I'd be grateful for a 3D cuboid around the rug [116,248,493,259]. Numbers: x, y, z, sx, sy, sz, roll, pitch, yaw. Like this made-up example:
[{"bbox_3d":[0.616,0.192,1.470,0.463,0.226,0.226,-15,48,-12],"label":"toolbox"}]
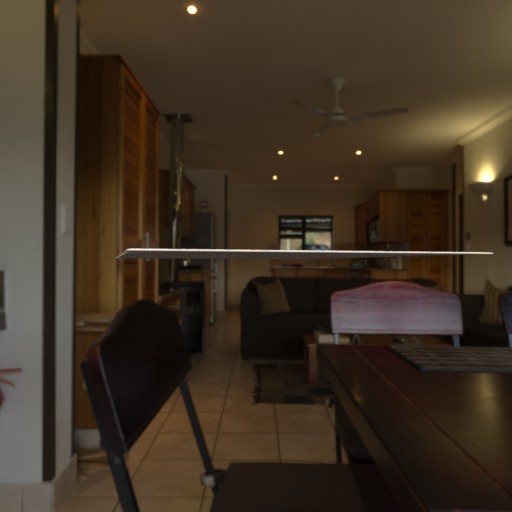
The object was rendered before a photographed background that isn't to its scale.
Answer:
[{"bbox_3d":[0.000,0.000,4.011,2.363,0.012,2.980,0,-1,-19],"label":"rug"}]
